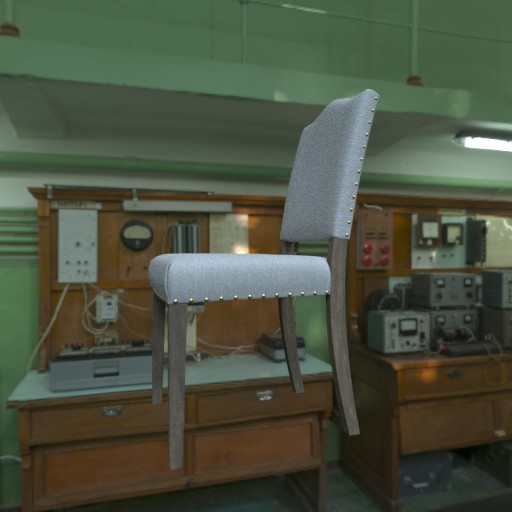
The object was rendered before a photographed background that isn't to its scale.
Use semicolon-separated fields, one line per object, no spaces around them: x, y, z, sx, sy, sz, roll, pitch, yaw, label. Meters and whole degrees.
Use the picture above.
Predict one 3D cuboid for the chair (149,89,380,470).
0.000;0.000;1.386;0.620;1.020;0.508;0;1;-18;chair
